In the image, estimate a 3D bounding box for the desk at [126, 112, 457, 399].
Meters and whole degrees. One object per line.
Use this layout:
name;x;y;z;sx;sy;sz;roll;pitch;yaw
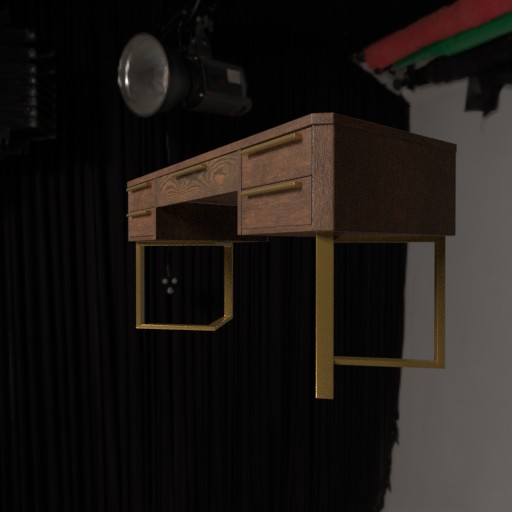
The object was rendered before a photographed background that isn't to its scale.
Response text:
desk;0.000;0.000;1.922;0.684;0.762;1.479;0;1;-35
